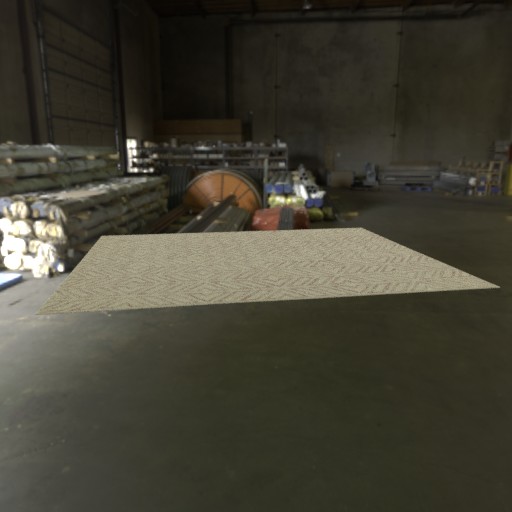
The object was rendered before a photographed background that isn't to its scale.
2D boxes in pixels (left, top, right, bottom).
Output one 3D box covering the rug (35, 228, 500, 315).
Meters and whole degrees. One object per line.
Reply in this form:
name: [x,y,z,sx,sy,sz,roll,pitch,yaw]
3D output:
rug: [0.000,0.000,3.999,3.045,0.008,2.421,-2,14,-10]
